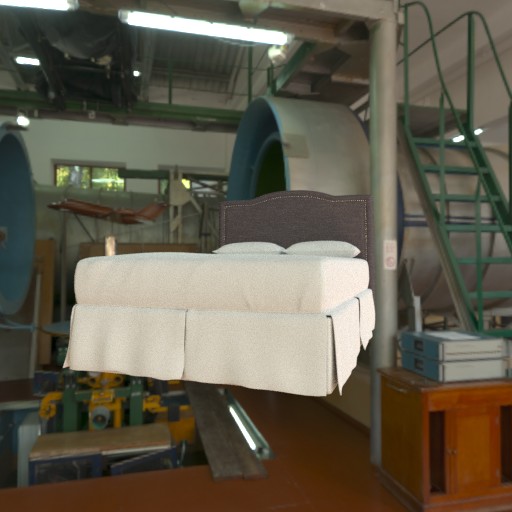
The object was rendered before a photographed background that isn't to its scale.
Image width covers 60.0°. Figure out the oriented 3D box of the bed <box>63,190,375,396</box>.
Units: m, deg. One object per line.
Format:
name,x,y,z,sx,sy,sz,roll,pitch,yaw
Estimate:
bed,0.000,0.000,3.616,1.741,1.441,2.507,0,-1,19
